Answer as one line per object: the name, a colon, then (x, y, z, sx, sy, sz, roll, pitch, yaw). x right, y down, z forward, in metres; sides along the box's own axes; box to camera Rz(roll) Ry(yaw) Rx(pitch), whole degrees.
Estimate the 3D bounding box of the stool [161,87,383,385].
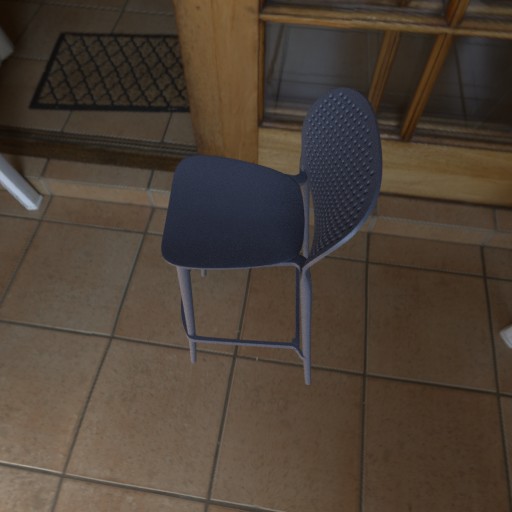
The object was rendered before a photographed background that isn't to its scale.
stool: (0.000, 0.000, 1.403, 0.535, 1.045, 0.536, 2, 60, 1)
